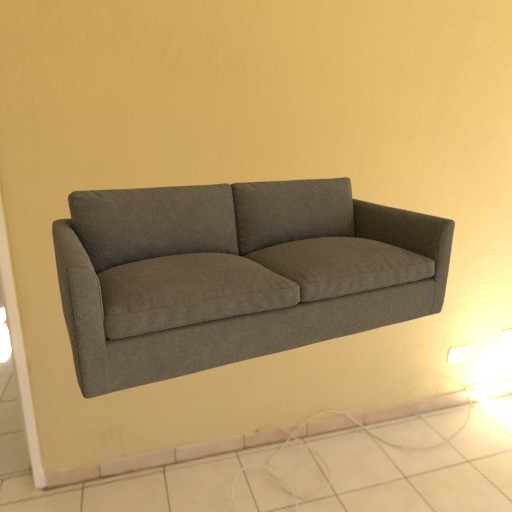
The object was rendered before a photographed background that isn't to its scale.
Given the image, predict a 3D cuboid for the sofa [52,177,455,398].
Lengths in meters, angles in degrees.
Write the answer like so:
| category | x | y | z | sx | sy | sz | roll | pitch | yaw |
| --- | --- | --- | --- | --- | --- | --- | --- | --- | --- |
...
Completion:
| category | x | y | z | sx | sy | sz | roll | pitch | yaw |
| --- | --- | --- | --- | --- | --- | --- | --- | --- | --- |
| sofa | 0.000 | 0.000 | 2.769 | 2.257 | 0.838 | 1.092 | -8 | 17 | -26 |
